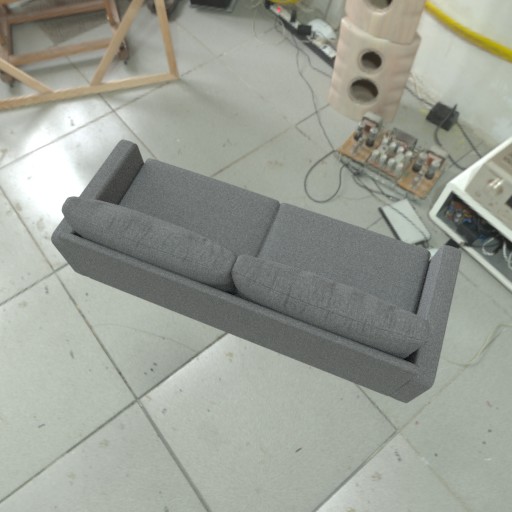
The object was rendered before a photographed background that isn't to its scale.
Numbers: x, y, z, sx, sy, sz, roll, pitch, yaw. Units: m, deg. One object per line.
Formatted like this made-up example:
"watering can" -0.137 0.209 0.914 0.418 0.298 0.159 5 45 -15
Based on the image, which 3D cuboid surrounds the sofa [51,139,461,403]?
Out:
"sofa" 0.000 0.000 2.677 2.200 0.880 0.880 20 64 10
